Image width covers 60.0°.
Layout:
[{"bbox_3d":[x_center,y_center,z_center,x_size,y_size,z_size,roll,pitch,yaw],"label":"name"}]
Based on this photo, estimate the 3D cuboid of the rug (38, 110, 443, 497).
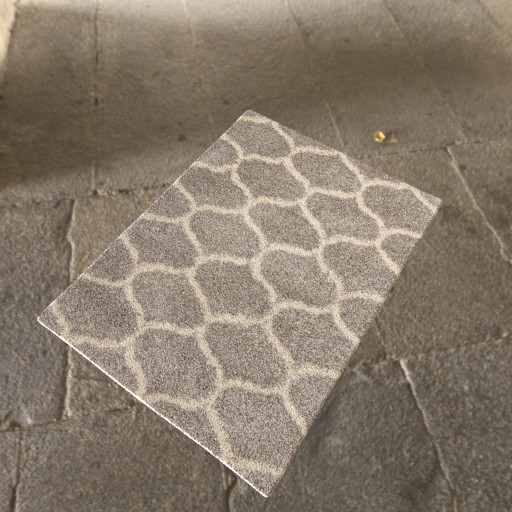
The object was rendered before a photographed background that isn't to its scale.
[{"bbox_3d":[0.000,0.000,2.073,1.200,0.025,1.600,30,63,17],"label":"rug"}]
